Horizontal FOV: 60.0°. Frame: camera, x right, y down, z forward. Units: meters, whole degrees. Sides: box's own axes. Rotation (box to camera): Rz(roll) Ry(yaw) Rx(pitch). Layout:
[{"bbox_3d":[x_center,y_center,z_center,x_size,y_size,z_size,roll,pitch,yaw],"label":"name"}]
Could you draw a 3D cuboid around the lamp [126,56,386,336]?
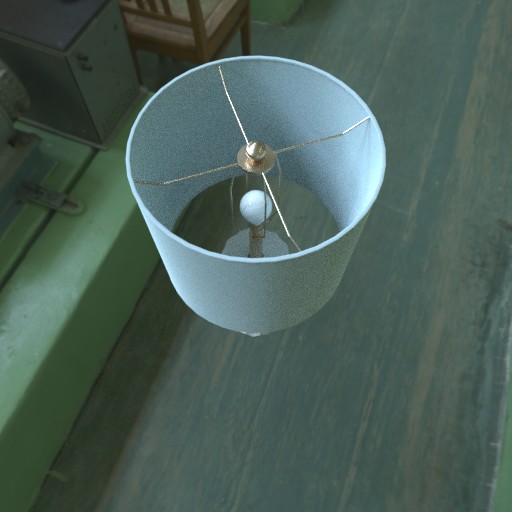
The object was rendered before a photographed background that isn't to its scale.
[{"bbox_3d":[0.000,0.000,0.713,0.277,0.534,0.277,18,65,8],"label":"lamp"}]
